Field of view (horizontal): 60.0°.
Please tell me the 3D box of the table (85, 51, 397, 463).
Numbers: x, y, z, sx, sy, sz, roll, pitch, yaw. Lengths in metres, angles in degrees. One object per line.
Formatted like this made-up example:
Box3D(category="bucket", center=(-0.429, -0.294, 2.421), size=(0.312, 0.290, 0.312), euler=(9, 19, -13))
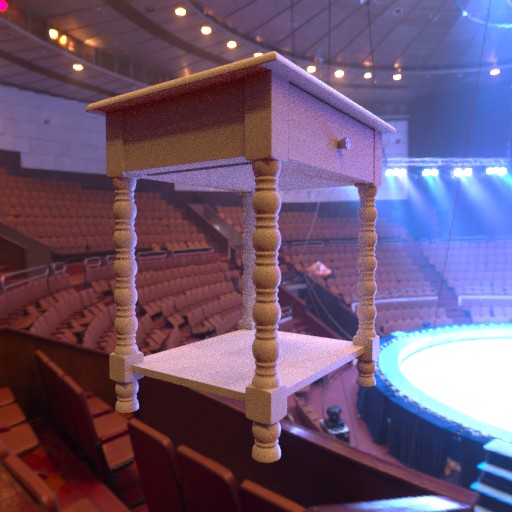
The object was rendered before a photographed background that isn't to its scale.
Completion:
Box3D(category="table", center=(0.000, 0.000, 0.835), size=(0.381, 0.531, 0.460), euler=(2, 3, 35))
